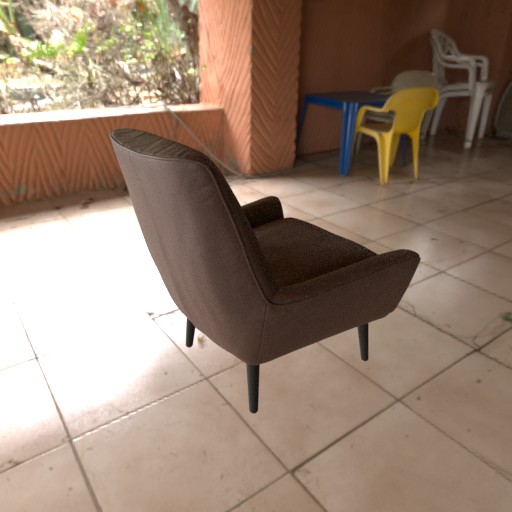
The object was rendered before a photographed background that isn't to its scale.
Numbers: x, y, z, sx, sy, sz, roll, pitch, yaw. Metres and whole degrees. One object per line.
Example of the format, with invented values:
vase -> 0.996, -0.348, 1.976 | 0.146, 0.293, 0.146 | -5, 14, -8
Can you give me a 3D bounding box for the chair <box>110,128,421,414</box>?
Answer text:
chair -> 0.000, 0.000, 1.546 | 0.824, 0.888, 0.787 | -18, 31, -32
